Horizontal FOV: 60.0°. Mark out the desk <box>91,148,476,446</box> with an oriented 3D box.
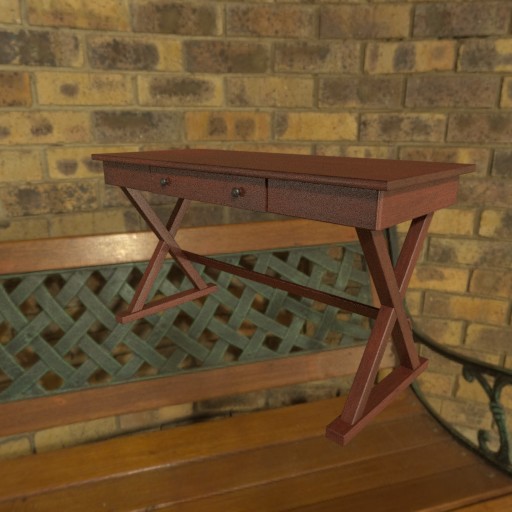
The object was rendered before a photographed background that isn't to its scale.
[{"bbox_3d":[0.000,0.000,1.765,1.372,0.761,0.600,15,22,41],"label":"desk"}]
